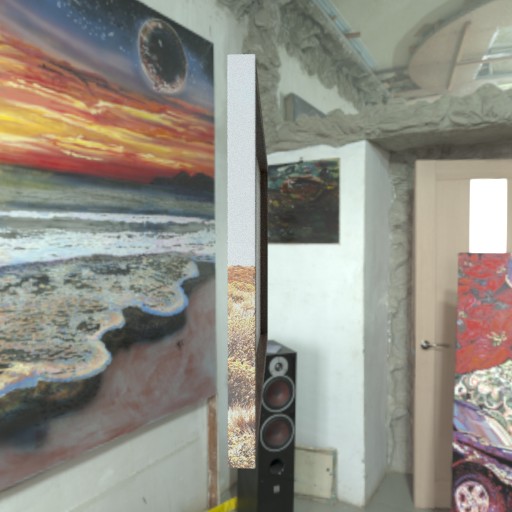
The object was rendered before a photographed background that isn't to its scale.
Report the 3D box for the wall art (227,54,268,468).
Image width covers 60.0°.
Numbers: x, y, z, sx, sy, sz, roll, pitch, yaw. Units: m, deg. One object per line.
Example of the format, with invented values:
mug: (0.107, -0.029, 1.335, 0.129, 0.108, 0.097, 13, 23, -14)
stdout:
wall art: (0.000, 0.000, 1.383, 0.051, 0.761, 1.138, 0, 1, 3)
